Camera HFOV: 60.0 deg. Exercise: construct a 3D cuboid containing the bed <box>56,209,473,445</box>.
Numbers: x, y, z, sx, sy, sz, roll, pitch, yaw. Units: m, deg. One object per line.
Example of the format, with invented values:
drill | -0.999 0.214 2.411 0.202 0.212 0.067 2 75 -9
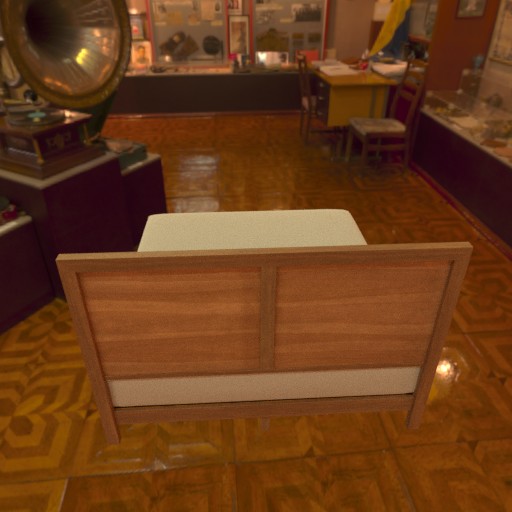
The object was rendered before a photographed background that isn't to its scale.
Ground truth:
bed | 0.000 0.000 3.410 2.003 1.387 2.184 -2 32 -3
